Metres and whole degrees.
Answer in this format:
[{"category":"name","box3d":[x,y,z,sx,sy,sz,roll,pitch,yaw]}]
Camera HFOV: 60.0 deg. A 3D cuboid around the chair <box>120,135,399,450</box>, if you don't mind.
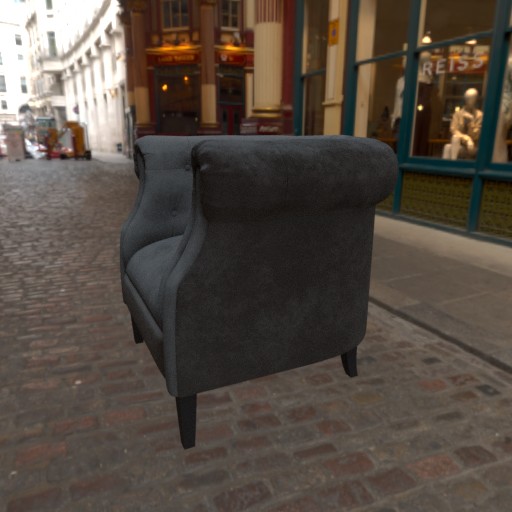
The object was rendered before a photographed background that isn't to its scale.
[{"category":"chair","box3d":[0.000,0.000,1.575,0.851,0.826,0.904,-7,18,-24]}]
